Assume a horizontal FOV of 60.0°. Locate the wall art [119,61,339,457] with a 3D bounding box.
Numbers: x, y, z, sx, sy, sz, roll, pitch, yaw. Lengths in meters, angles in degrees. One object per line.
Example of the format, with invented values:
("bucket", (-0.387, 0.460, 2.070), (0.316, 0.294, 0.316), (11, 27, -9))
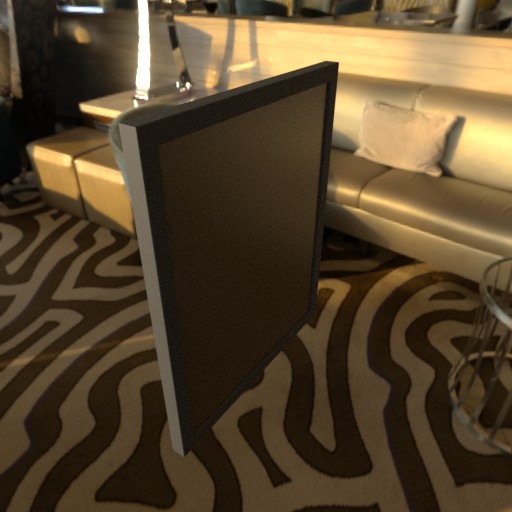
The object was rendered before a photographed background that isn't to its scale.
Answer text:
("wall art", (0.000, 0.000, 0.758), (0.028, 0.558, 0.457), (21, 38, 29))
